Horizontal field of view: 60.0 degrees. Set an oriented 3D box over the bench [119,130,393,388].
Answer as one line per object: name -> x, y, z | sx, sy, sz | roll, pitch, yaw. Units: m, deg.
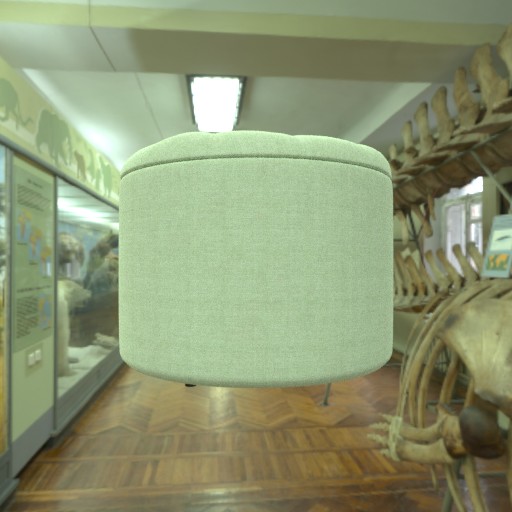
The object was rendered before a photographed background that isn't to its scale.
bench -> 0.000, 0.000, 1.014 | 0.600, 0.453, 0.600 | 0, -1, 0
